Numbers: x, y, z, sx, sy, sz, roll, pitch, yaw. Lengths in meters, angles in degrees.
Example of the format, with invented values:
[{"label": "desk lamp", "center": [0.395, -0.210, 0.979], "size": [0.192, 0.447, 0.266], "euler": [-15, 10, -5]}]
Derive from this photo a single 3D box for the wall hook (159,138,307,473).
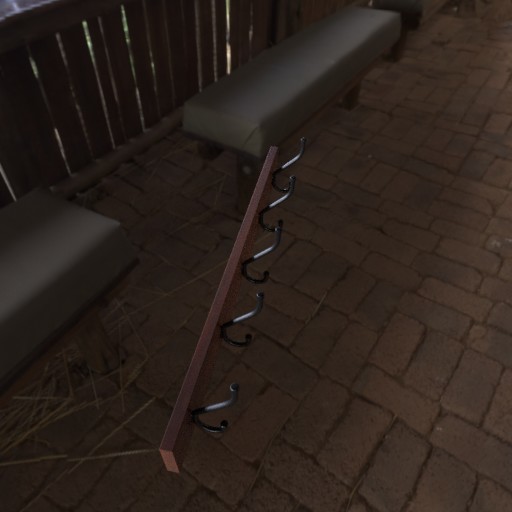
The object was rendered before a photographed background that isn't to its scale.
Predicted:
[{"label": "wall hook", "center": [0.000, 0.000, 0.632], "size": [0.071, 0.117, 0.571], "euler": [9, 46, 9]}]
